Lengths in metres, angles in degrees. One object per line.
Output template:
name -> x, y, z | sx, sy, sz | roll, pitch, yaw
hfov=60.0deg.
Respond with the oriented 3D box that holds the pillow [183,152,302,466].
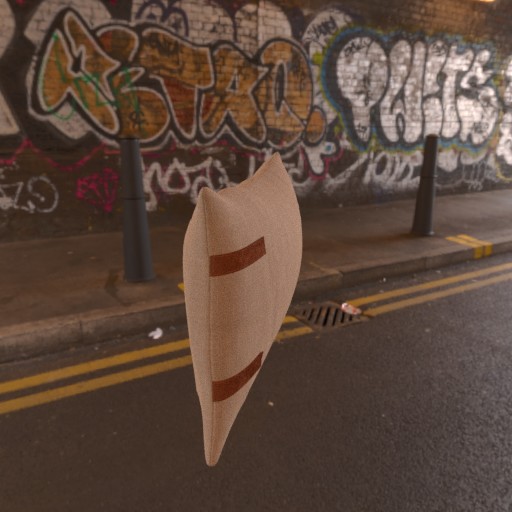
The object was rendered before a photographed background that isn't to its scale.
pillow -> 0.000, 0.000, 0.730 | 0.148, 0.308, 0.612 | 3, 16, 9
